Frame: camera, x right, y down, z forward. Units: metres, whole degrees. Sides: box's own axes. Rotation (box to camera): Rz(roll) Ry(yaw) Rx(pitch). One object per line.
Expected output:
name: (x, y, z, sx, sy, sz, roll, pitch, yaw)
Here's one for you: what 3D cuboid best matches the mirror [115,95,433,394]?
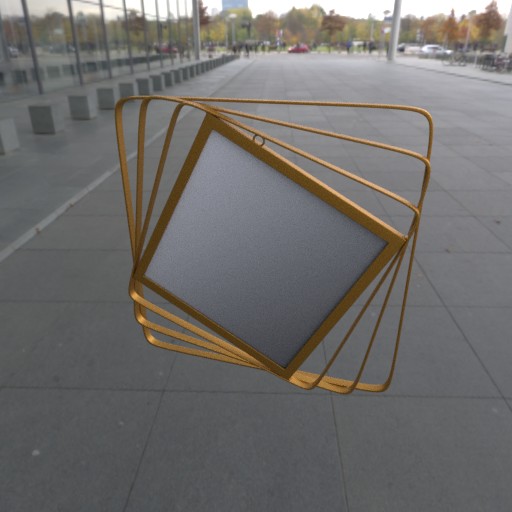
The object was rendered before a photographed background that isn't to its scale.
mirror: (0.000, 0.000, 0.699, 0.470, 0.468, 0.045, 8, 27, 16)
